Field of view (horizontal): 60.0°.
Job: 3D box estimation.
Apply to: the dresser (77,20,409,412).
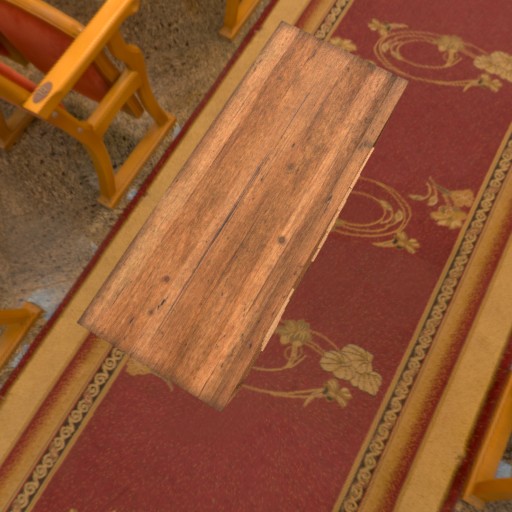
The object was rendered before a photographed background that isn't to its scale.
[{"bbox_3d":[0.000,0.000,1.873,0.438,1.359,1.067,29,77,7],"label":"dresser"}]
